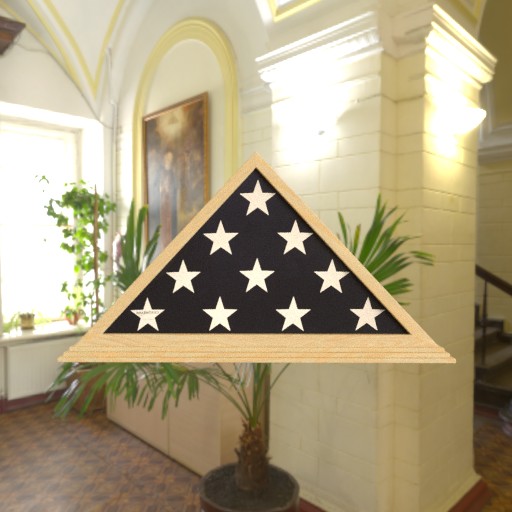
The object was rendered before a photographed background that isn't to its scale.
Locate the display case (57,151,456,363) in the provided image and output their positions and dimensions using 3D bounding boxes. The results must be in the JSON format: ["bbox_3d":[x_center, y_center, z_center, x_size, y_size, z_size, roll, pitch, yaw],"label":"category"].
[{"bbox_3d":[0.000,0.000,0.755,0.640,0.340,0.095,0,1,1],"label":"display case"}]
